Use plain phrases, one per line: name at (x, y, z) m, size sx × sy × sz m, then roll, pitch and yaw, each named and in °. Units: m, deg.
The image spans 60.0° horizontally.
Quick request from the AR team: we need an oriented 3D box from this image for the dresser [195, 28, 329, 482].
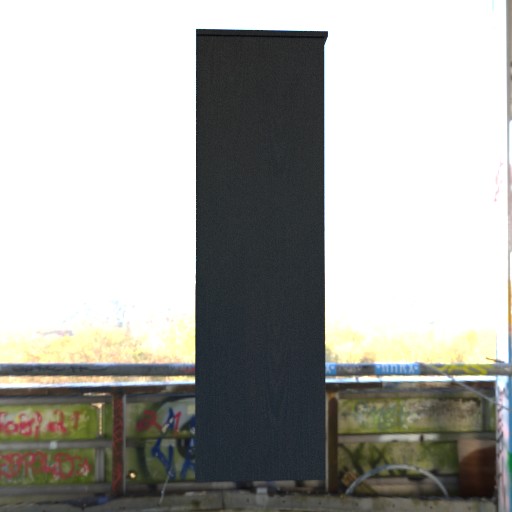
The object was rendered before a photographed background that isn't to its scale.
dresser at (0.000, 0.000, 1.578) m, size 0.418 × 1.254 × 0.704 m, roll 0°, pitch -1°, yaw -2°
